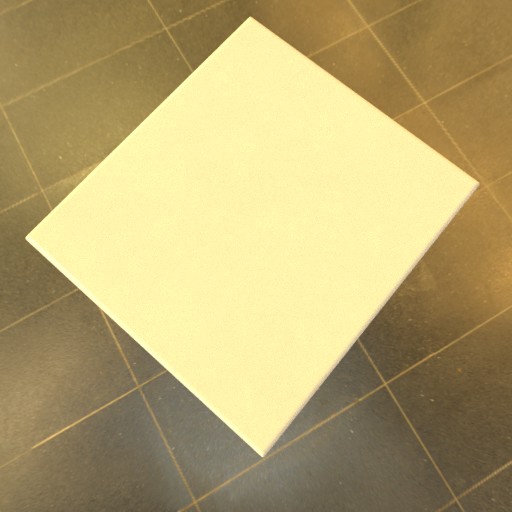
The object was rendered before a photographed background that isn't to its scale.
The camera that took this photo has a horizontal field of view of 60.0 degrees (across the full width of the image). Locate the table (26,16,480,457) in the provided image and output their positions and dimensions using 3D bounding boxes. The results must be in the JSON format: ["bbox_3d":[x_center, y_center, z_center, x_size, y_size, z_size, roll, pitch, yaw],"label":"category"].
[{"bbox_3d":[0.000,0.000,0.905,0.442,0.565,0.488,40,80,9],"label":"table"}]
